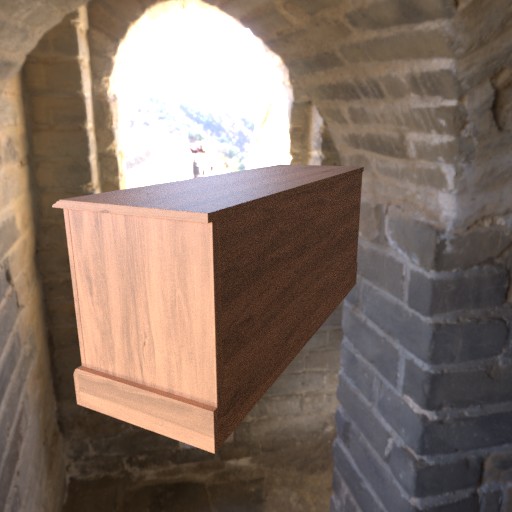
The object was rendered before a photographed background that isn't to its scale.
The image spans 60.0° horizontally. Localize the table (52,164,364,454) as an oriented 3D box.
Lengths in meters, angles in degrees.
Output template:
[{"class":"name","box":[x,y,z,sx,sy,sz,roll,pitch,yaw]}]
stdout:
[{"class":"table","box":[0.000,0.000,1.464,0.400,0.510,1.200,8,17,25]}]
